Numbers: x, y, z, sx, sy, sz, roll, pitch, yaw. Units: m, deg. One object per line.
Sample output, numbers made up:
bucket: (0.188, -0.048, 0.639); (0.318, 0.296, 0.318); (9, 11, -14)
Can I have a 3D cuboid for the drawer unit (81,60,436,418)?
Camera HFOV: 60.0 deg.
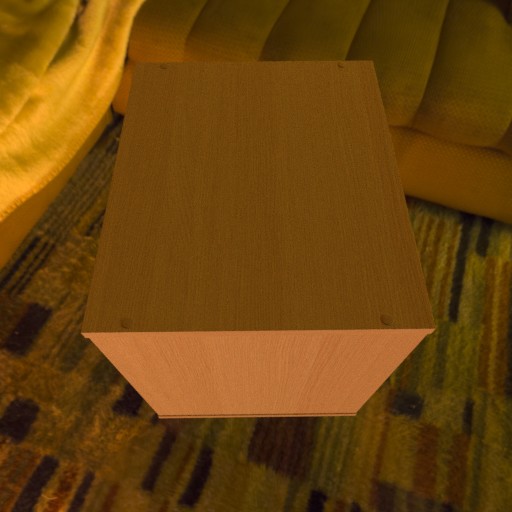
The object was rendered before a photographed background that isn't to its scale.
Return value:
drawer unit: (0.000, 0.000, 0.599); (0.290, 0.344, 0.349); (-1, 59, 0)
